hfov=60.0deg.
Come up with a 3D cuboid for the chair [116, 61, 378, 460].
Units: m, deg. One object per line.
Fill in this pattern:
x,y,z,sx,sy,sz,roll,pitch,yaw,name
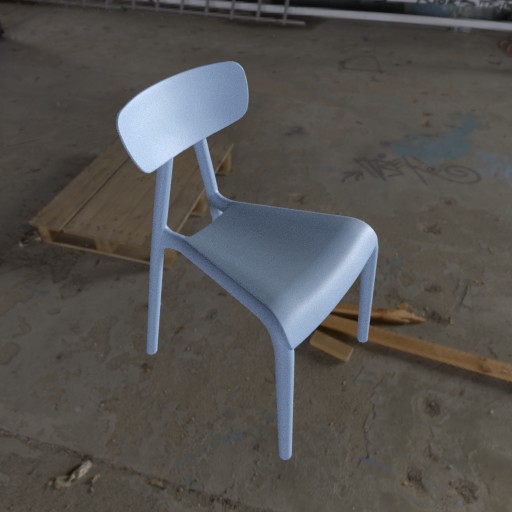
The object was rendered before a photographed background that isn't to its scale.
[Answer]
0.000,0.000,0.830,0.401,0.580,0.356,26,49,25,chair
